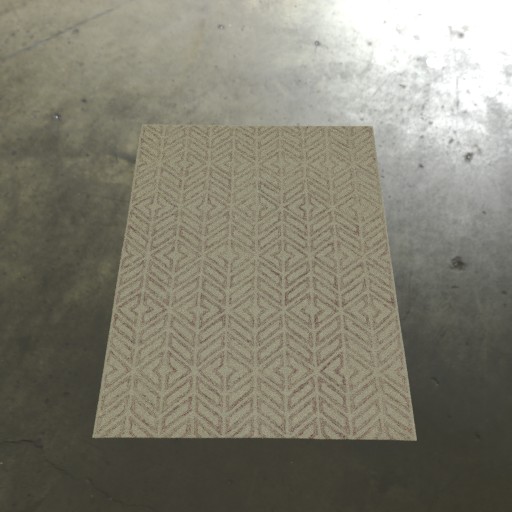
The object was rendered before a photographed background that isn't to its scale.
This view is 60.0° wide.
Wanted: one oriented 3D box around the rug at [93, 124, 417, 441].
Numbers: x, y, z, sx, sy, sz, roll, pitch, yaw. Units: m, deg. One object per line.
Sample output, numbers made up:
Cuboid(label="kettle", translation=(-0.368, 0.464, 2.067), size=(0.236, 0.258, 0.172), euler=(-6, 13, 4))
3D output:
Cuboid(label="rug", translation=(0.000, 0.000, 3.974), size=(2.421, 0.008, 3.045), euler=(0, 64, 0))
